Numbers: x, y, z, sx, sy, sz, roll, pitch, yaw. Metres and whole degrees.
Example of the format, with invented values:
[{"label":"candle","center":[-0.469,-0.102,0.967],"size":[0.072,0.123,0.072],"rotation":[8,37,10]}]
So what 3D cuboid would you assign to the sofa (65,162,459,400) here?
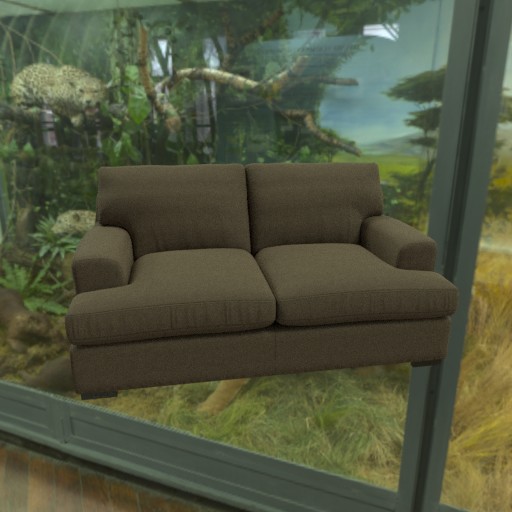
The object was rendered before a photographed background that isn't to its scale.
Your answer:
[{"label":"sofa","center":[0.000,0.000,2.475],"size":[1.869,0.950,1.140],"rotation":[-3,17,-10]}]
